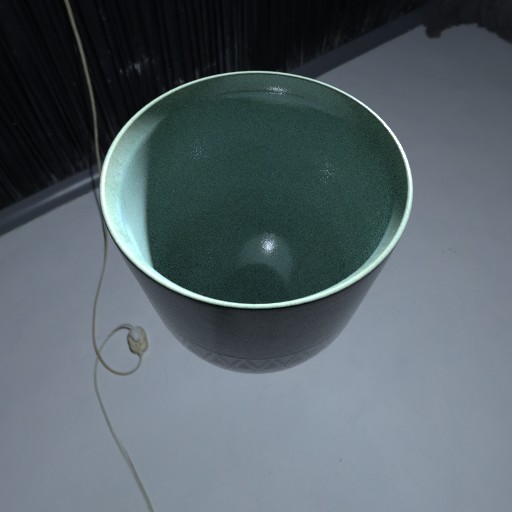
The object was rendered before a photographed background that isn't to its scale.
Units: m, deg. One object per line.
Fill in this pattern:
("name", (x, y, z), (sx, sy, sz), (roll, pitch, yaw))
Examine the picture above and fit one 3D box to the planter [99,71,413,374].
("planter", (0.000, 0.000, 0.375), (0.198, 0.214, 0.198), (0, 58, 0))
